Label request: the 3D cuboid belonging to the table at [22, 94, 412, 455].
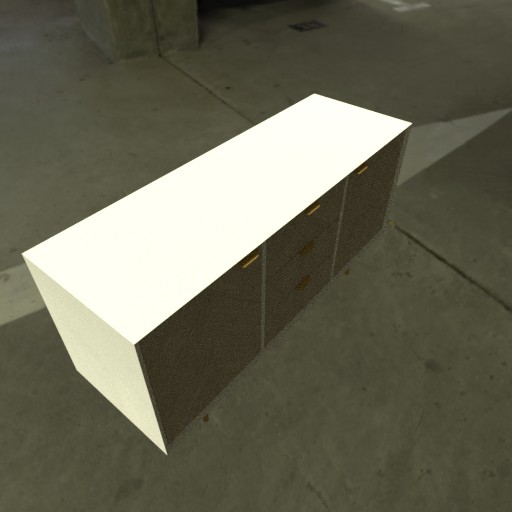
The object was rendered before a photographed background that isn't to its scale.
[{"bbox_3d":[0.000,0.000,1.841,0.508,0.769,1.500,29,49,28],"label":"table"}]
